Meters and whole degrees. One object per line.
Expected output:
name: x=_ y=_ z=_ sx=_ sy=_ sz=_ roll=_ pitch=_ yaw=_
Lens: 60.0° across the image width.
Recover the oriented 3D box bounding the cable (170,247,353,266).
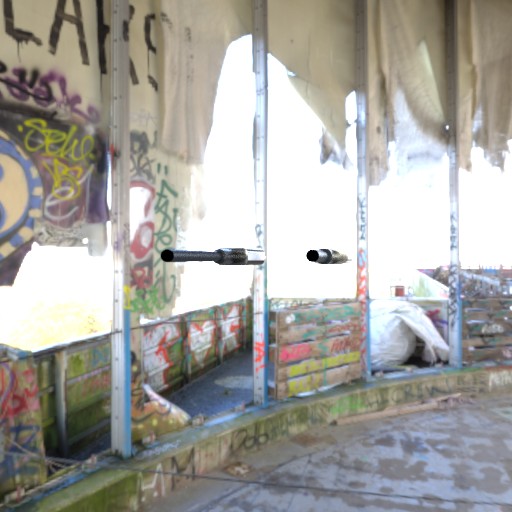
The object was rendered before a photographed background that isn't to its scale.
cable: x=0.000 y=0.000 z=0.109 sx=0.040 sy=0.006 sz=0.098 roll=0 pitch=0 yaw=17
